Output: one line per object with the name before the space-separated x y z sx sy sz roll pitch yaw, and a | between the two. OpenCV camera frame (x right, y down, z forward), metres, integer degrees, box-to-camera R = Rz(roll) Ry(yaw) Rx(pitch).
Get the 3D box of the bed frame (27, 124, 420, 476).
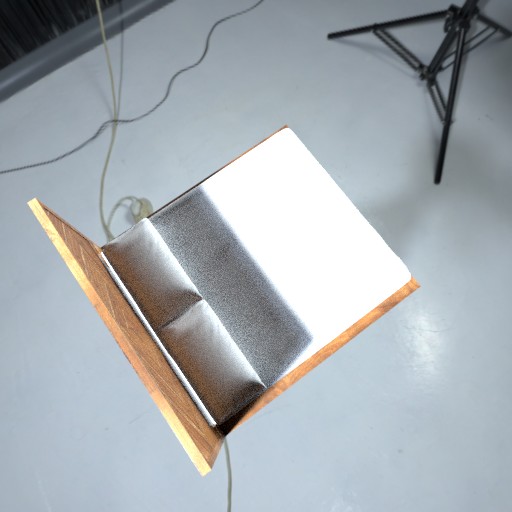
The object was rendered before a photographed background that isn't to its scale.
bed frame | 0.000 0.000 3.610 2.235 1.537 2.038 -35 79 -8
